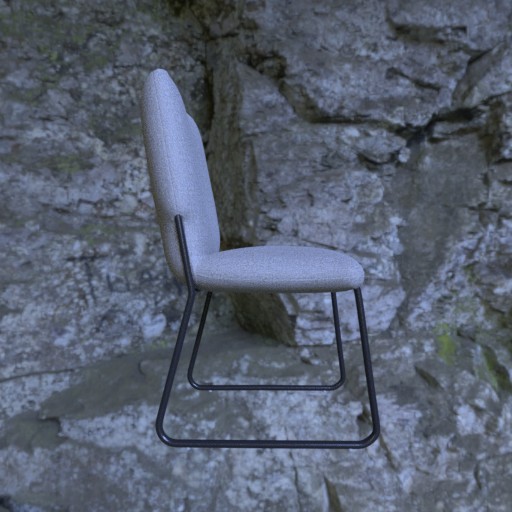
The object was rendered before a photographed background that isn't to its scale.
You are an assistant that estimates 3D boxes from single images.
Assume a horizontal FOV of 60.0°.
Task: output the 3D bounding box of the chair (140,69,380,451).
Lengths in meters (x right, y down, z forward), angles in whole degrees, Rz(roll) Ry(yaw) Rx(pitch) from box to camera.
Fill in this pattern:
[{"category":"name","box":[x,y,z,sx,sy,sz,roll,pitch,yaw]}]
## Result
[{"category":"chair","box":[0.000,0.000,1.197,0.560,0.864,0.448,0,0,1]}]
